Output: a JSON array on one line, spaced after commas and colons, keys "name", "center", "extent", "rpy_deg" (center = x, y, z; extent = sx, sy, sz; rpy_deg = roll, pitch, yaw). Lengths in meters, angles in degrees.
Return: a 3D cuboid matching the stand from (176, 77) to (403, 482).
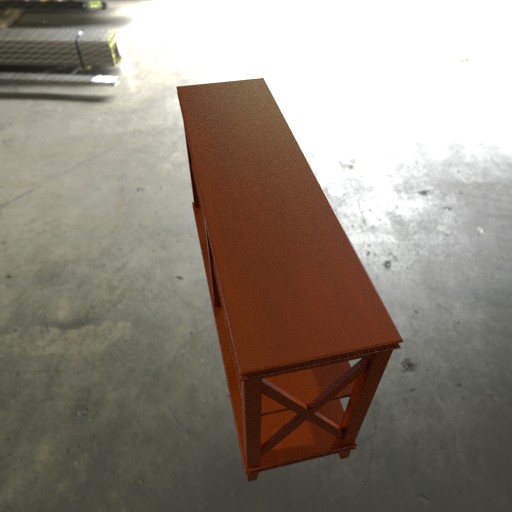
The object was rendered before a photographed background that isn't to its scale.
[{"name": "stand", "center": [0.000, 0.000, 1.716], "extent": [0.381, 0.762, 1.372], "rpy_deg": [-9, 47, -9]}]
